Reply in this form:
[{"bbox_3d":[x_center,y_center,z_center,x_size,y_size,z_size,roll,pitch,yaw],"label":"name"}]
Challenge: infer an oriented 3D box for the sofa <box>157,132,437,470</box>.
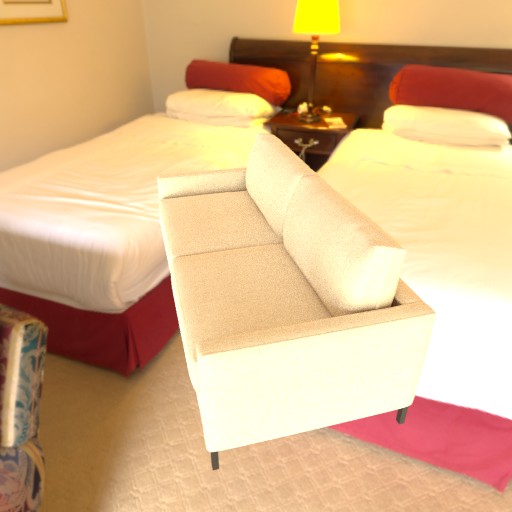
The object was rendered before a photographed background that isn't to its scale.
[{"bbox_3d":[0.000,0.000,2.154,0.839,0.812,1.651,-8,31,-13],"label":"sofa"}]
